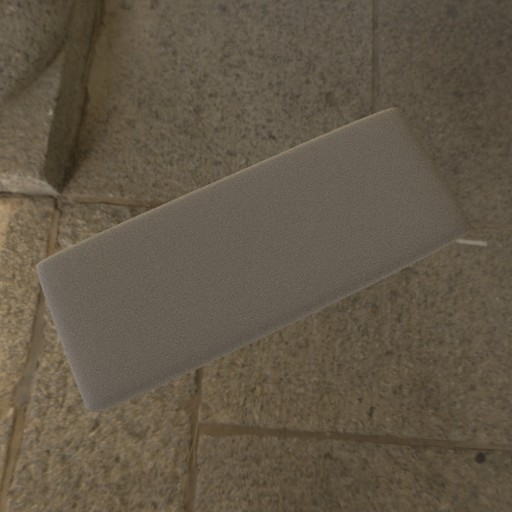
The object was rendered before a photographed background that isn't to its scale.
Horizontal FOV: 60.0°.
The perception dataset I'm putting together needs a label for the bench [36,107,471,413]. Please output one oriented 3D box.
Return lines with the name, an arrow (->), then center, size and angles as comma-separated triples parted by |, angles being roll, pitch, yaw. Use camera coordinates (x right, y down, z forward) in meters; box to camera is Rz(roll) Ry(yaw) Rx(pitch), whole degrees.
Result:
bench -> 0.000, 0.000, 1.874 | 1.609, 0.393, 0.646 | -25, 77, -6
